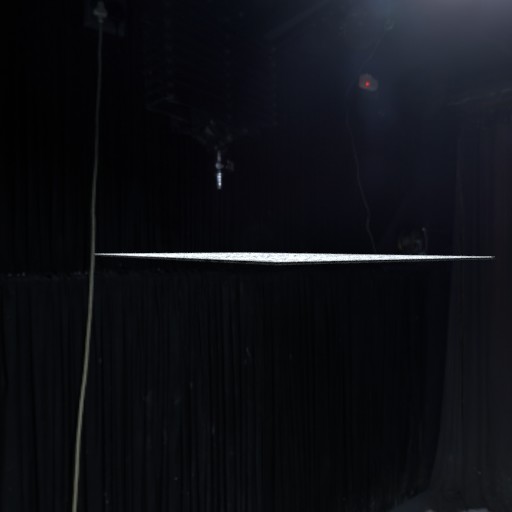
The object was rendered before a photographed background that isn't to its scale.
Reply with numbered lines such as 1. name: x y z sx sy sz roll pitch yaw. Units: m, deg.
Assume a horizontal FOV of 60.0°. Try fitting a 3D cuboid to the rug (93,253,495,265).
1. rug: 0.000 0.000 3.019 1.530 0.012 2.444 -1 1 -35
